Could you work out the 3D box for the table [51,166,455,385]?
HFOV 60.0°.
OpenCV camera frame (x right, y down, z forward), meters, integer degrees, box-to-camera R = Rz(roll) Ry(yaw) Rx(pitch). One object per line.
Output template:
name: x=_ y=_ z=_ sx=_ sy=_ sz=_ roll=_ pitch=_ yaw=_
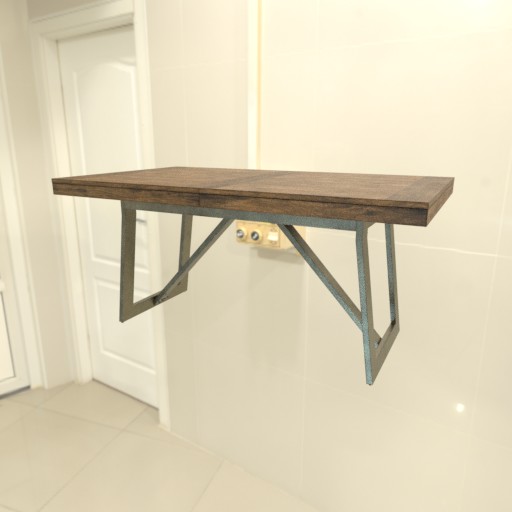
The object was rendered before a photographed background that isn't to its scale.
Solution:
table: x=0.000 y=0.000 z=2.172 sx=1.641 sy=0.757 sz=0.931 roll=8 pitch=17 yaw=27
